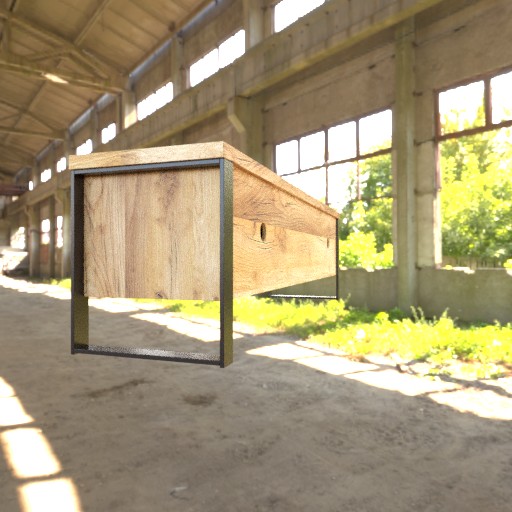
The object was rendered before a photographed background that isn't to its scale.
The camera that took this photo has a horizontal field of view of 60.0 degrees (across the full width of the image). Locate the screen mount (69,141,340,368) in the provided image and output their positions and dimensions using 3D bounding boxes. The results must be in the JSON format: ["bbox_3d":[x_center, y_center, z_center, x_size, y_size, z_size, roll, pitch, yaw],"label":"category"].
[{"bbox_3d":[0.000,0.000,1.658,0.395,0.450,1.524,0,0,19],"label":"screen mount"}]
